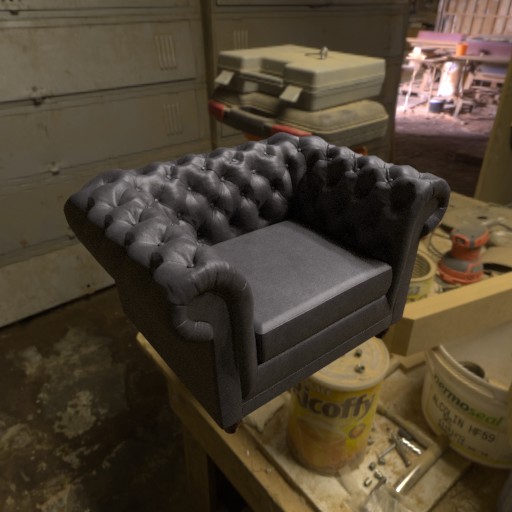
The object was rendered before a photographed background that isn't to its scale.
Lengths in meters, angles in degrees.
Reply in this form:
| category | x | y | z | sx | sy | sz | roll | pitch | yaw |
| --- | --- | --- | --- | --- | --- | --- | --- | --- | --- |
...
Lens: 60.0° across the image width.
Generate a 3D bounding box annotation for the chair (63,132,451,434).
| category | x | y | z | sx | sy | sz | roll | pitch | yaw |
| --- | --- | --- | --- | --- | --- | --- | --- | --- | --- |
| chair | 0.000 | 0.000 | 1.905 | 1.298 | 0.780 | 0.943 | -21 | 37 | -32 |
